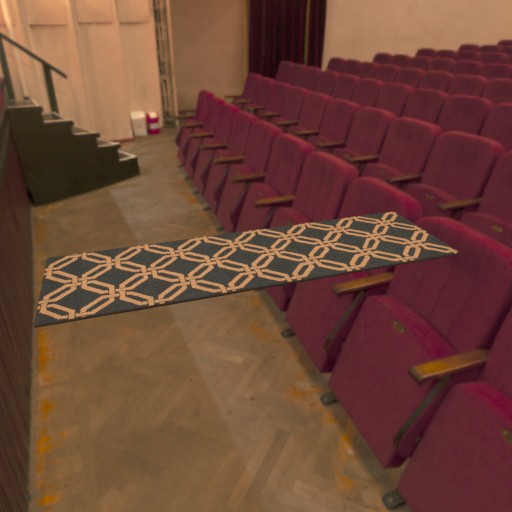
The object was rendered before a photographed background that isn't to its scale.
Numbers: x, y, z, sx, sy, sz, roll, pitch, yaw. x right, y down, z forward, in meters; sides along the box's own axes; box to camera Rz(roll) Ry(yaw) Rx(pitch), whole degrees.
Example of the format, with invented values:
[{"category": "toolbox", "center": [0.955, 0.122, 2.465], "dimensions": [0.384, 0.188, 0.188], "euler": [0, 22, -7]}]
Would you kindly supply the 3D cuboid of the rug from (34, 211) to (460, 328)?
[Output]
[{"category": "rug", "center": [0.000, 0.000, 2.543], "dimensions": [2.276, 0.014, 0.678], "euler": [-9, 29, -16]}]
